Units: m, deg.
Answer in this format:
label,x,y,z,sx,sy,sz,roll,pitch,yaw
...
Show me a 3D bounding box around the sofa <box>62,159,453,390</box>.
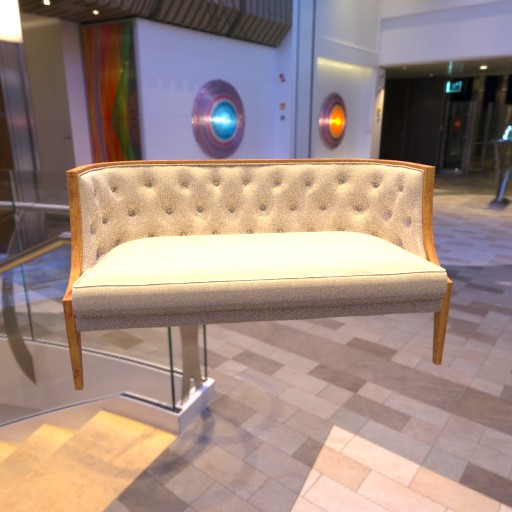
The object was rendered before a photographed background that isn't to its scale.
label,x,y,z,sx,sy,sz,roll,pitch,yaw
sofa,0.000,0.000,1.945,1.474,0.775,0.770,-2,17,-7
